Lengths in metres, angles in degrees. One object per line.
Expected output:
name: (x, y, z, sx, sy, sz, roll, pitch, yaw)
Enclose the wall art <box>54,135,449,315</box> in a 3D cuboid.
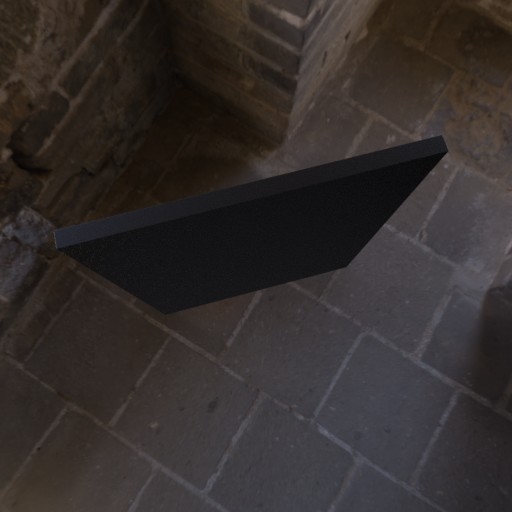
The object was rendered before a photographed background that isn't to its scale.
wall art: (0.000, 0.000, 1.399, 0.806, 1.062, 0.038, -14, 76, -4)
